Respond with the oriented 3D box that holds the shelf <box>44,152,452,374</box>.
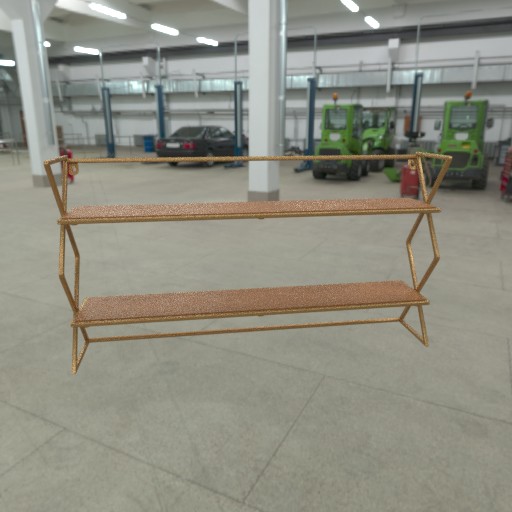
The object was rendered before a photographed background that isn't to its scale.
[{"bbox_3d":[0.000,0.000,1.017,0.822,0.450,0.150,-3,17,-8],"label":"shelf"}]
